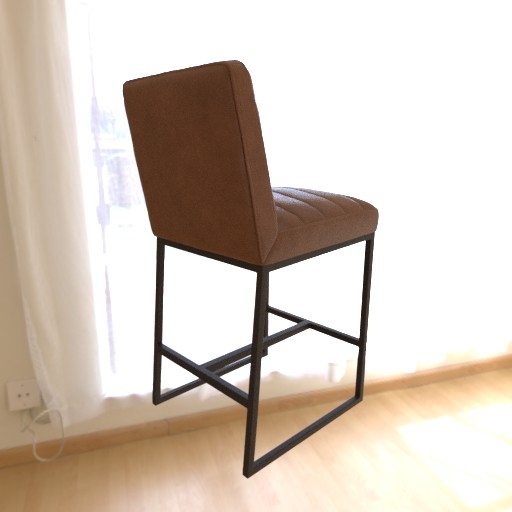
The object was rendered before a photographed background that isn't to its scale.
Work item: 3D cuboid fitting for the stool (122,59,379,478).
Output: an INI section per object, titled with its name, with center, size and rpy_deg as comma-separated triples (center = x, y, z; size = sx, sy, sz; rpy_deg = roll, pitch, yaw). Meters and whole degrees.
[stool]
center = 0.000, 0.000, 1.255
size = 0.556, 0.940, 0.458
rpy_deg = -13, 19, -42
